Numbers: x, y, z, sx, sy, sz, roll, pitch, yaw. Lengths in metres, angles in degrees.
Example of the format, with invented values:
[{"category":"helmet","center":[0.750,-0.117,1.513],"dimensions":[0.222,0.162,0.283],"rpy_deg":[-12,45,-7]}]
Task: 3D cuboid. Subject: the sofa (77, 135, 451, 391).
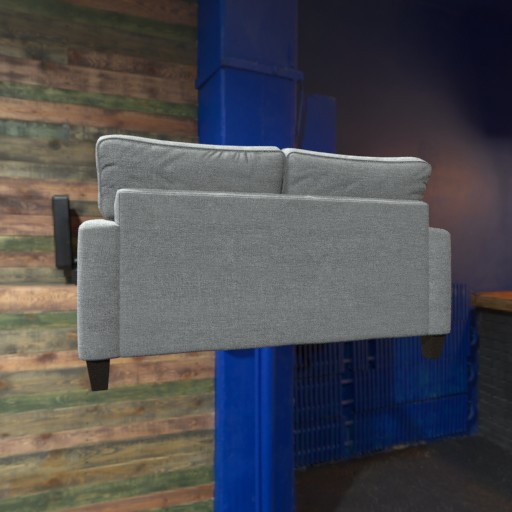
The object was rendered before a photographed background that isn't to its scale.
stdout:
[{"category":"sofa","center":[0.000,0.000,2.252],"dimensions":[1.651,0.965,0.965],"rpy_deg":[0,1,-19]}]
